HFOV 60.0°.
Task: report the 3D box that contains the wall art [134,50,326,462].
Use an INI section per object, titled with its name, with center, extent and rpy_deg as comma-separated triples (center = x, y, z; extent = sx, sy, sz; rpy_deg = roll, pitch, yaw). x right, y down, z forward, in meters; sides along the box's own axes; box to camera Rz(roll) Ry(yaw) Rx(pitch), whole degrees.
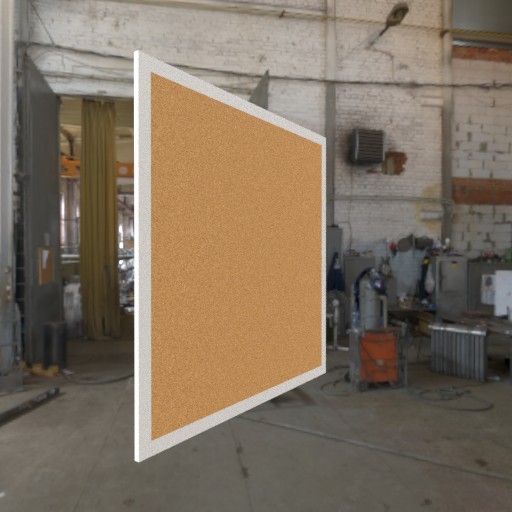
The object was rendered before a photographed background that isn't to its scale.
[wall art]
center = 0.000, 0.000, 0.830
extent = 0.009, 0.559, 0.558
rpy_deg = 0, 0, 36
